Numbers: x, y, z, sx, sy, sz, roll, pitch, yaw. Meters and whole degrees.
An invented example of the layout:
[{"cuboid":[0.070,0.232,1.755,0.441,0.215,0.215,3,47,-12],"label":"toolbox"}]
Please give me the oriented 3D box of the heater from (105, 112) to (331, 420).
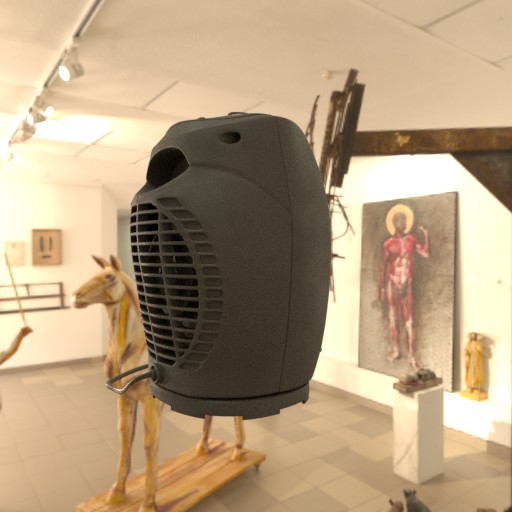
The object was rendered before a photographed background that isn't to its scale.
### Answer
[{"cuboid":[0.000,0.000,0.471,0.291,0.255,0.239,0,1,-36],"label":"heater"}]
